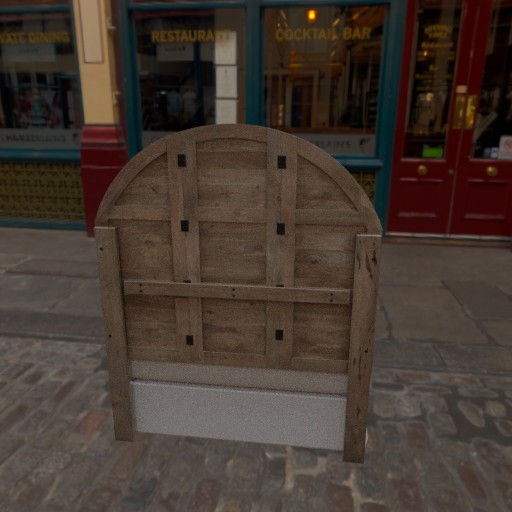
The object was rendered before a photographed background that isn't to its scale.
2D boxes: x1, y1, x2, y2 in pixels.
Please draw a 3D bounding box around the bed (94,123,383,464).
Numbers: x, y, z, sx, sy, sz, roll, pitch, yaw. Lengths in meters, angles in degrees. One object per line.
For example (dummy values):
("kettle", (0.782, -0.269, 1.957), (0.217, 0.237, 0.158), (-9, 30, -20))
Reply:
("bed", (0.000, 0.000, 3.557), (1.713, 2.002, 2.112), (2, 16, 7))
